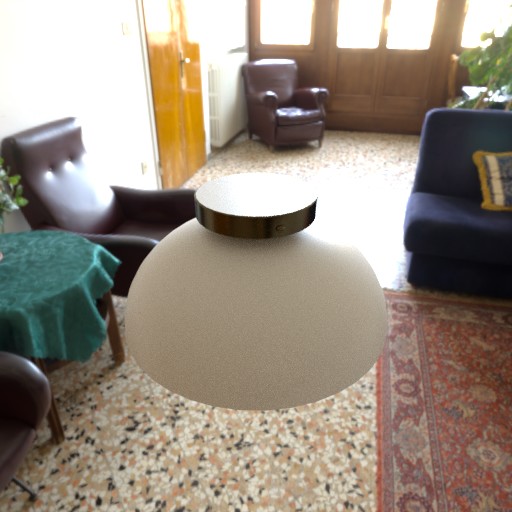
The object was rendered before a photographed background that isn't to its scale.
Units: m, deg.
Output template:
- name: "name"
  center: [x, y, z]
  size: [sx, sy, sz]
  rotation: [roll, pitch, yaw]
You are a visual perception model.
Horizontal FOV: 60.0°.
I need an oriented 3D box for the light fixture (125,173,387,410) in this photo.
- name: "light fixture"
  center: [0.000, 0.000, 0.579]
  size: [0.355, 0.177, 0.355]
  rotation: [0, 29, 0]
